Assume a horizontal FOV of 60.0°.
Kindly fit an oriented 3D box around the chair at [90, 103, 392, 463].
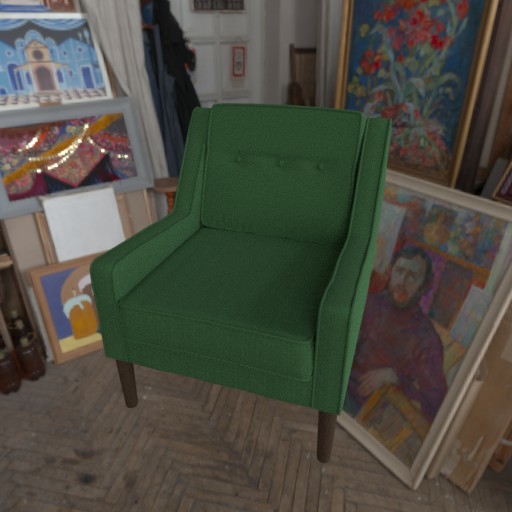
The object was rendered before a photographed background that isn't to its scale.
[{"bbox_3d":[0.000,0.000,1.327,0.663,0.792,0.743,9,29,16],"label":"chair"}]
